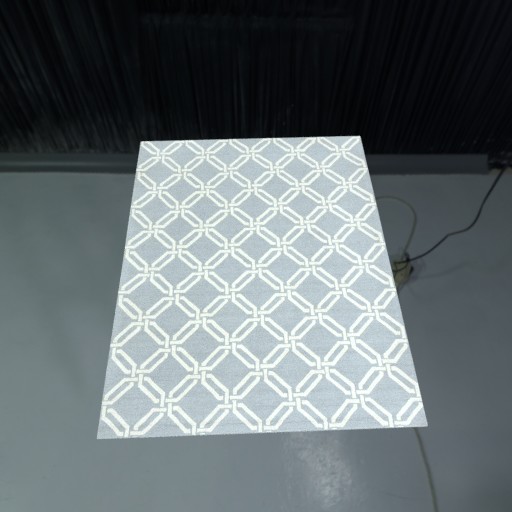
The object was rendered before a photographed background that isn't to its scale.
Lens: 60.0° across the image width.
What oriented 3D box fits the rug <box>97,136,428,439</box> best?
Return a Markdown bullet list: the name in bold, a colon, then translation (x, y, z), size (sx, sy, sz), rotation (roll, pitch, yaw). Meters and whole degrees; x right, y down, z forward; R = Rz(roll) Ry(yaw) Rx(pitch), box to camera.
- **rug**: translation (0.000, 0.000, 3.834), size (2.288, 0.018, 2.895), rotation (-2, 57, -1)
